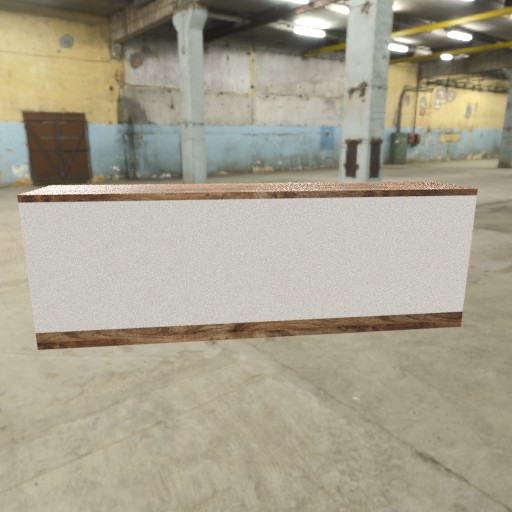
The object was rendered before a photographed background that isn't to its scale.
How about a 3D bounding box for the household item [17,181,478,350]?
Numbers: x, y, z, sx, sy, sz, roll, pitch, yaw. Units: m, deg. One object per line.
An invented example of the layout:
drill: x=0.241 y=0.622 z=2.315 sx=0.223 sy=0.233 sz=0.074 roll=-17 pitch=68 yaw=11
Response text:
household item: x=0.000 y=0.000 z=1.985 sx=1.800 sy=0.615 sz=0.390 roll=-2 pitch=14 yaw=-7
